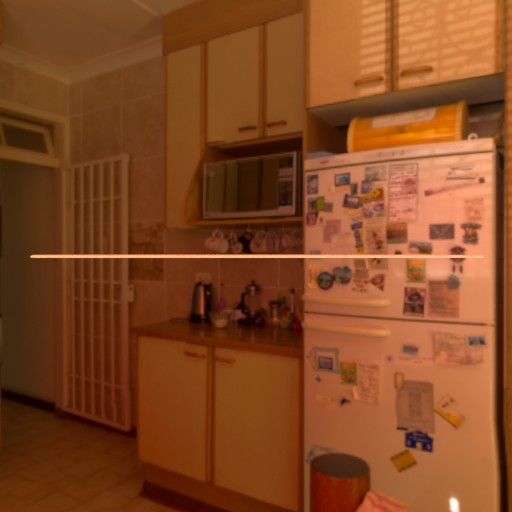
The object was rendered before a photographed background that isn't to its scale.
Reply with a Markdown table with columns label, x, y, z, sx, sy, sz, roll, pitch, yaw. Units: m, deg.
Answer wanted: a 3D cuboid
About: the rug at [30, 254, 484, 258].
| label | x | y | z | sx | sy | sz | roll | pitch | yaw |
| --- | --- | --- | --- | --- | --- | --- | --- | --- | --- |
| rug | 0.000 | 0.000 | 2.560 | 2.276 | 0.014 | 0.678 | 0 | 0 | 1 |
